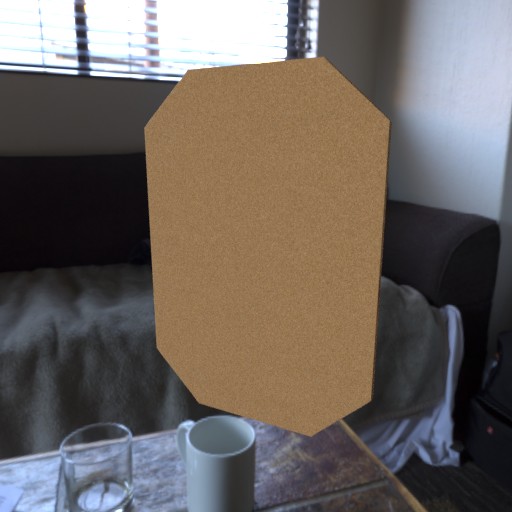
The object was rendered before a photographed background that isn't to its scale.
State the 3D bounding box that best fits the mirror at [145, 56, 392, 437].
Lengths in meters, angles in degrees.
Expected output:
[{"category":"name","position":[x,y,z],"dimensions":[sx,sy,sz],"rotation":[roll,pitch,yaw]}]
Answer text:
[{"category":"mirror","position":[0.000,0.000,1.266],"dimensions":[0.709,1.015,0.061],"rotation":[7,15,26]}]
